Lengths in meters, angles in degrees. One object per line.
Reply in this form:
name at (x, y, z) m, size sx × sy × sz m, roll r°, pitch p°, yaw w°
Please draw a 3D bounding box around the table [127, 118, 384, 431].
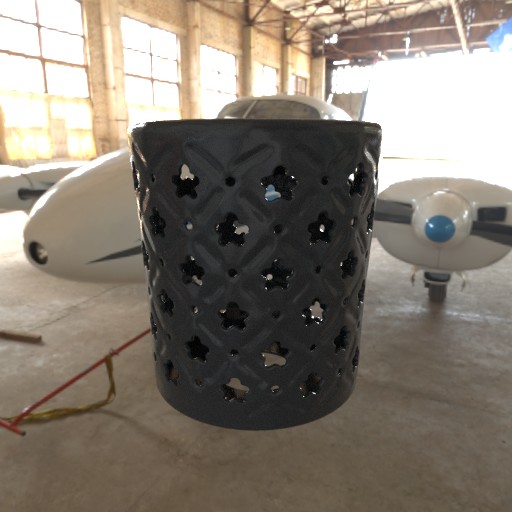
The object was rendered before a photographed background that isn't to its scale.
table at (0.000, 0.000, 0.670) m, size 0.352 × 0.387 × 0.352 m, roll 0°, pitch 14°, yaw 0°
